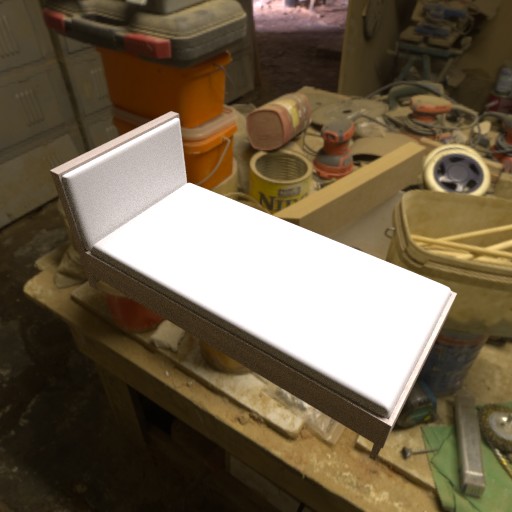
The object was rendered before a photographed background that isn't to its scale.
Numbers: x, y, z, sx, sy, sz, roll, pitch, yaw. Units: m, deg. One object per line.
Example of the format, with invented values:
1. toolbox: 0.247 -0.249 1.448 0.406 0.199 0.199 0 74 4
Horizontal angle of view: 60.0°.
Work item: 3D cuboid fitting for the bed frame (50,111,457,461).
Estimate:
1. bed frame: 0.000 0.000 2.644 2.140 0.920 0.990 25 47 26
